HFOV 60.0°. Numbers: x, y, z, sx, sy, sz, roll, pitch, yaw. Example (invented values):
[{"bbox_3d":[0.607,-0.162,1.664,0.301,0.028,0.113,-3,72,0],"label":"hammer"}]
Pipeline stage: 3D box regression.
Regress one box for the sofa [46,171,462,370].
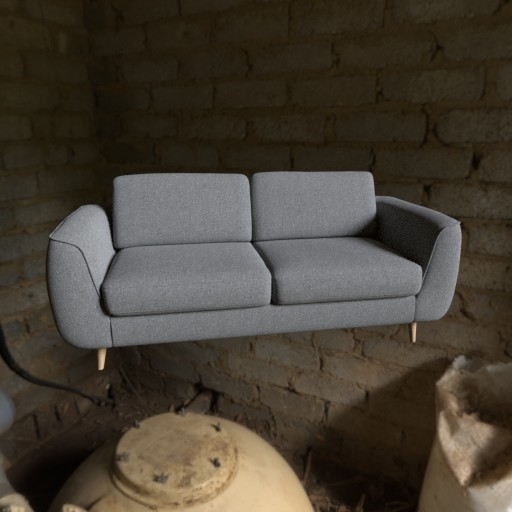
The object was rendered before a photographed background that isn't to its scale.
[{"bbox_3d":[0.000,0.000,2.459,2.000,0.870,0.920,-3,16,-10],"label":"sofa"}]
